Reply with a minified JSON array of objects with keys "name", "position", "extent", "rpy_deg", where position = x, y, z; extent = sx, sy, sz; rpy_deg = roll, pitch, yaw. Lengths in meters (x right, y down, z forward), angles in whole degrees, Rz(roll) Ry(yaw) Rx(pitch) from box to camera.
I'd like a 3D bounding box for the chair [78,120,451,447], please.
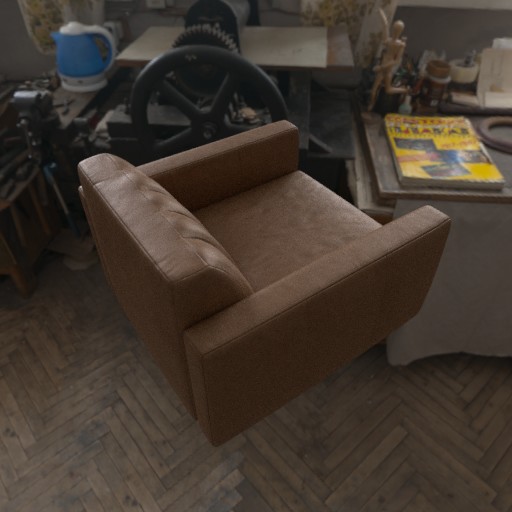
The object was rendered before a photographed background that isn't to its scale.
[{"name":"chair","position":[0.000,0.000,1.684],"extent":[0.998,0.819,0.953],"rpy_deg":[-25,48,-25]}]
